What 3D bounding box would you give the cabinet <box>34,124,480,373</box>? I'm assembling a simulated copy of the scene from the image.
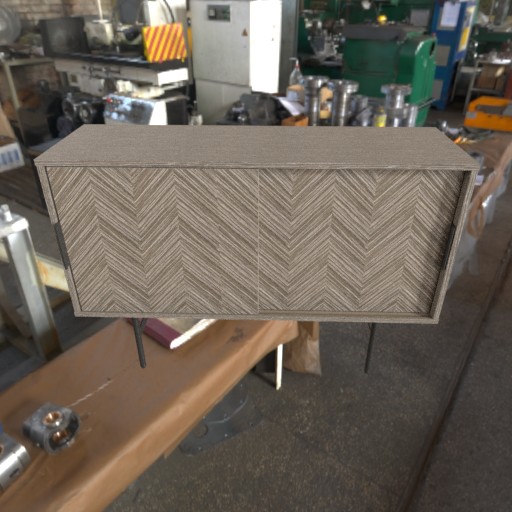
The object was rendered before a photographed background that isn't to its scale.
[{"bbox_3d":[0.000,0.000,1.530,1.194,0.787,0.405,1,31,2],"label":"cabinet"}]
